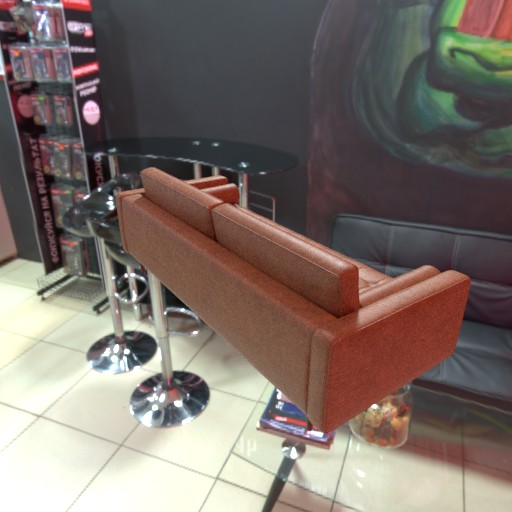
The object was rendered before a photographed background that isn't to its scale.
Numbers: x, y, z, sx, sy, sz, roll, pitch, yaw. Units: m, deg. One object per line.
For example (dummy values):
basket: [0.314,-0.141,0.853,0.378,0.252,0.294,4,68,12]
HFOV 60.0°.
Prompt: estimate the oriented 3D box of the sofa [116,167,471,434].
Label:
sofa: [0.000,0.000,2.665,0.919,0.770,2.200,-17,30,-32]
